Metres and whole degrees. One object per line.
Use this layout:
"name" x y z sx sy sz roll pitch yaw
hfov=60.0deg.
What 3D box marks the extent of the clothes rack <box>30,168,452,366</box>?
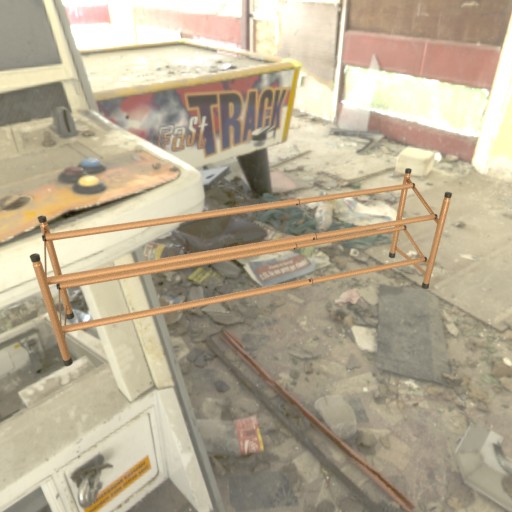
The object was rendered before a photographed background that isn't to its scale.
"clothes rack" 0.000 0.000 1.350 1.168 0.349 0.229 -10 33 -15
